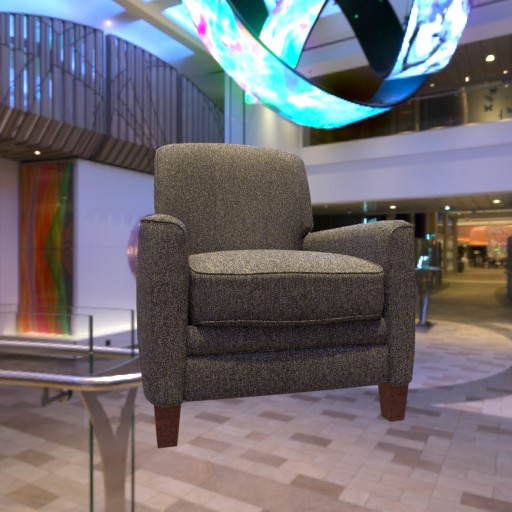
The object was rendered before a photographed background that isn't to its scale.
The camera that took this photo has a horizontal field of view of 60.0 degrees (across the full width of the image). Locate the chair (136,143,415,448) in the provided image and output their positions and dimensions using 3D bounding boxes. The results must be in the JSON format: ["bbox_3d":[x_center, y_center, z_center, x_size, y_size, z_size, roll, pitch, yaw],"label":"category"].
[{"bbox_3d":[0.000,0.000,1.623,0.848,1.014,0.864,0,0,-16],"label":"chair"}]
